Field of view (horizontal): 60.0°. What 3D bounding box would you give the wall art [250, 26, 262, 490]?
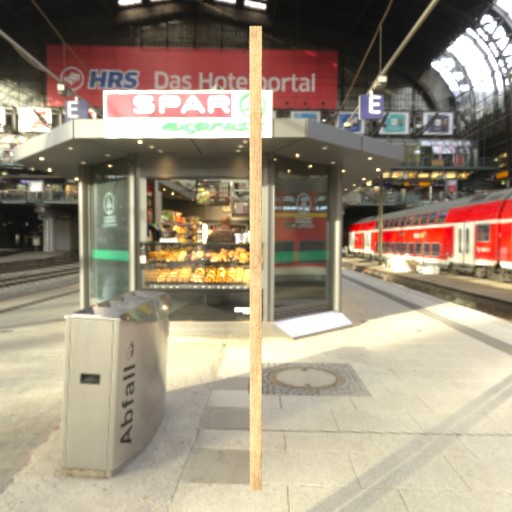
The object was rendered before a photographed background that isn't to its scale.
[{"bbox_3d":[0.000,0.000,0.921,0.018,0.686,0.534,0,2,0],"label":"wall art"}]
